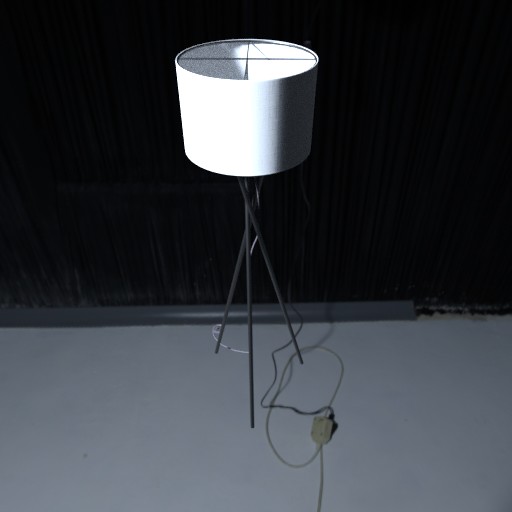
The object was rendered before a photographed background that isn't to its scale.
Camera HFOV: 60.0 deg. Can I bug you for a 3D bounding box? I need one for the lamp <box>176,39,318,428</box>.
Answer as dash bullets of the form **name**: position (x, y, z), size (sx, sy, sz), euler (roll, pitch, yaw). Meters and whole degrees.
- **lamp**: position (0.000, 0.000, 1.890), size (0.522, 1.624, 0.667), euler (1, 39, 1)
